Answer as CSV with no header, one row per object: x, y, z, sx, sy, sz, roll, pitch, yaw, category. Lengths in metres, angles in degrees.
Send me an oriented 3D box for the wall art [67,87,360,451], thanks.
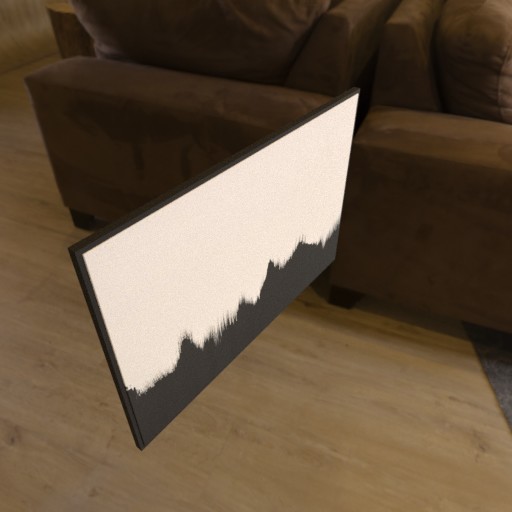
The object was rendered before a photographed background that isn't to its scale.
0.000,0.000,1.498,0.028,0.805,1.190,27,47,28,wall art
